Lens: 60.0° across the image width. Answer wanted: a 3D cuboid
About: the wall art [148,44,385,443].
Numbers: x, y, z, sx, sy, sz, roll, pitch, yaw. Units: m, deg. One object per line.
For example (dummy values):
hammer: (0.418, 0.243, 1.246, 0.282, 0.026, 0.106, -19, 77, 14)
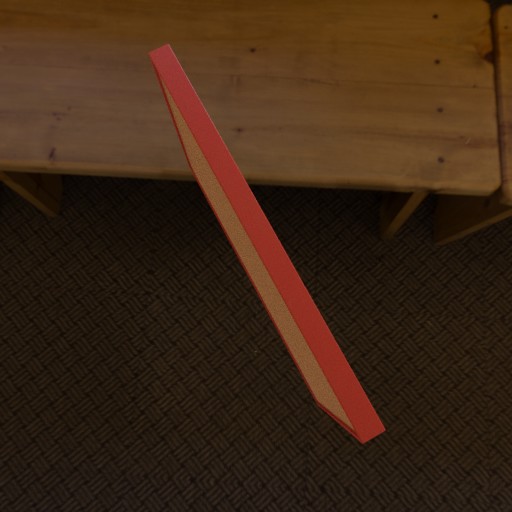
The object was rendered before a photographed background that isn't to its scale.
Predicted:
wall art: (0.000, 0.000, 0.790, 0.033, 0.405, 0.607, -28, 79, -6)
